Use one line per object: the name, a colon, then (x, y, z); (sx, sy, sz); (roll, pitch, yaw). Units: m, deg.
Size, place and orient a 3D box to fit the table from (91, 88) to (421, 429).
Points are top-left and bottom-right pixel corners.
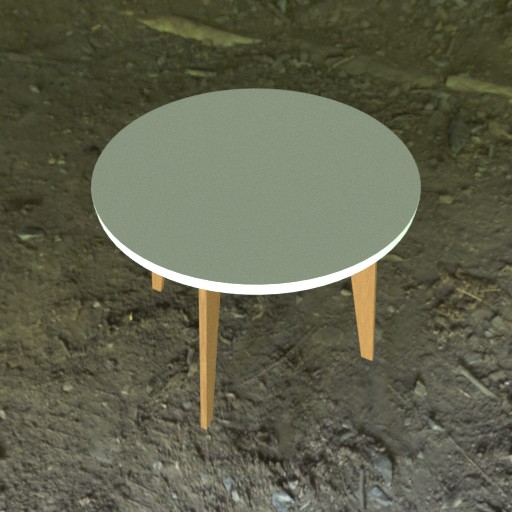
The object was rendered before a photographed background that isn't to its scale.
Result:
table: (0.000, 0.000, 1.519); (0.896, 0.762, 0.896); (0, 46, 0)
